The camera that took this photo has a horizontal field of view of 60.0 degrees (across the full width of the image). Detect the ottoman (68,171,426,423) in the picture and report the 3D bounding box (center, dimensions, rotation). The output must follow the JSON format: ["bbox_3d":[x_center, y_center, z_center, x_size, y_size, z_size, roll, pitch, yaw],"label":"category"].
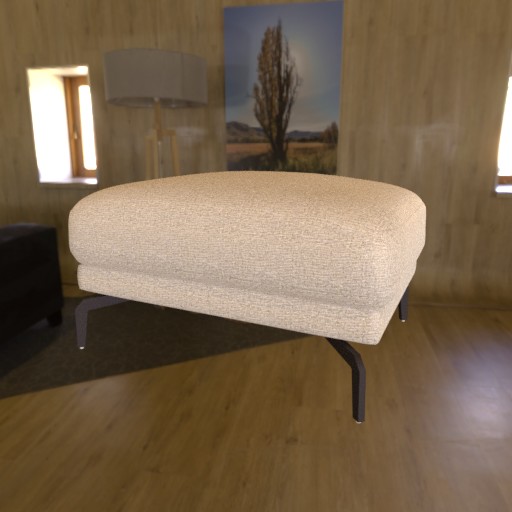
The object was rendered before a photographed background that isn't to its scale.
[{"bbox_3d":[0.000,0.000,1.131,0.772,0.420,0.568,7,15,25],"label":"ottoman"}]
